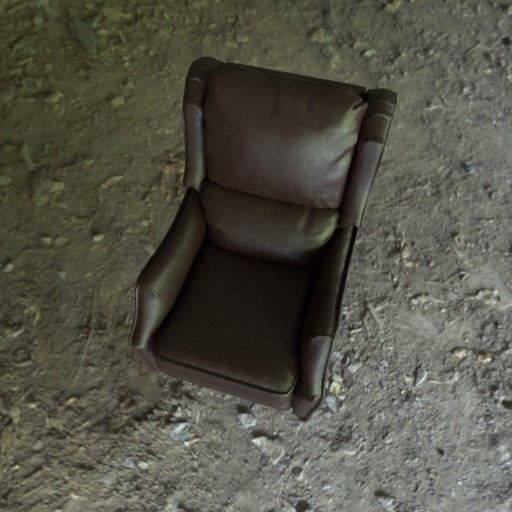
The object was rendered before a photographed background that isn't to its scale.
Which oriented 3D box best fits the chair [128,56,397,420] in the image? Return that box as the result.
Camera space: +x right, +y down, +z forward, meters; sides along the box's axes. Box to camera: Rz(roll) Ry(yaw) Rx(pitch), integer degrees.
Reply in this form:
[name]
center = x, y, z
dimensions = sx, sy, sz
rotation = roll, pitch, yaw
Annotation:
[chair]
center = 0.000, 0.000, 1.745
dimensions = 0.770, 1.132, 0.982
rotation = 14, 58, 9
